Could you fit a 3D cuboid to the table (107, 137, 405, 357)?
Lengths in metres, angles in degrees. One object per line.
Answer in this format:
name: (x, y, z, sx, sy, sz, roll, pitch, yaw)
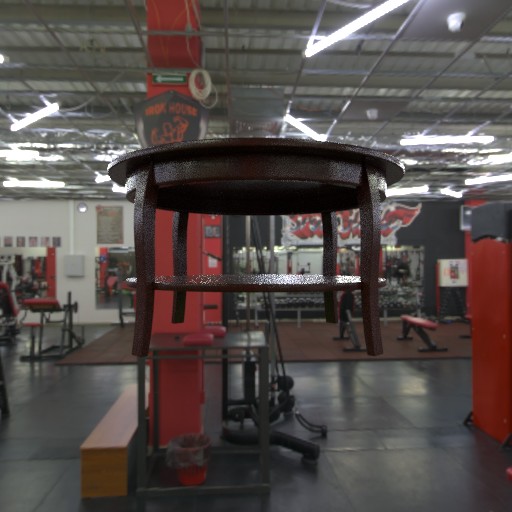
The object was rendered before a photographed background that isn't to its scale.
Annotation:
table: (0.000, 0.000, 1.429, 0.911, 0.512, 0.911, 0, -1, 0)
